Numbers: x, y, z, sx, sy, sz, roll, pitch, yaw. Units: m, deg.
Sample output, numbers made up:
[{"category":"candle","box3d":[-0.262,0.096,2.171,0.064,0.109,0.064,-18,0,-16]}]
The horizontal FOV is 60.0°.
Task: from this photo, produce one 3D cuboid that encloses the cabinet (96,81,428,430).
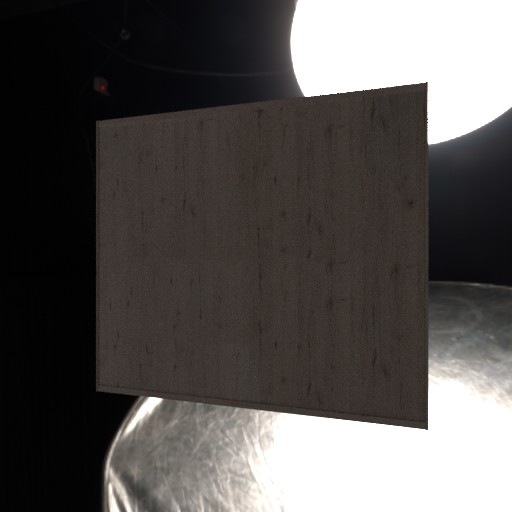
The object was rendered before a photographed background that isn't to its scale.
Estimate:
[{"category":"cabinet","box3d":[0.000,0.000,3.482,2.500,2.180,0.660,0,0,19]}]
